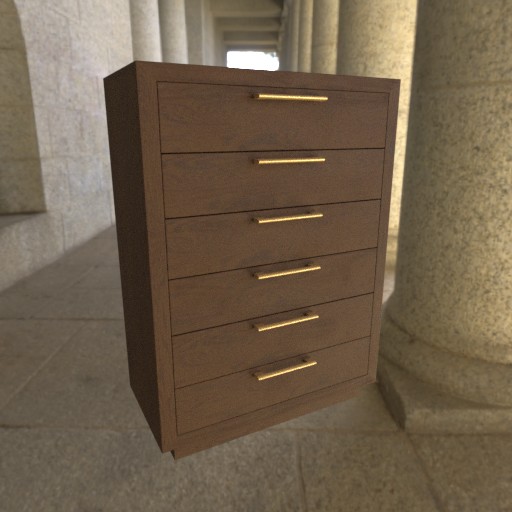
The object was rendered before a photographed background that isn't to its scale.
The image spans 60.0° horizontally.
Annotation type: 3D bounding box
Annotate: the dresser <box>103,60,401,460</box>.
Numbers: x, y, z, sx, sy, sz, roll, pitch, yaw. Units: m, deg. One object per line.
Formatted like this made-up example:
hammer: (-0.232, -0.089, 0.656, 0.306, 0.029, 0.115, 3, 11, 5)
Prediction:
dresser: (0.000, 0.000, 1.763, 0.964, 1.320, 0.516, -8, 18, -27)
